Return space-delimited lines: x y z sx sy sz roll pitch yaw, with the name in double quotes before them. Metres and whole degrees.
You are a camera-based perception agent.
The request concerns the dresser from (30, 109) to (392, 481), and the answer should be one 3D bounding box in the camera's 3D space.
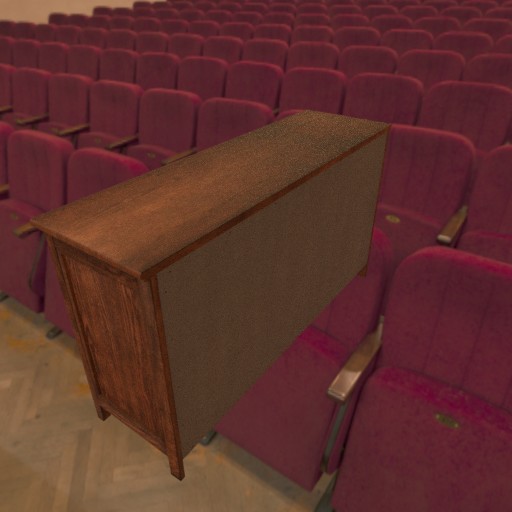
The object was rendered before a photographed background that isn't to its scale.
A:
"dresser" 0.000 0.000 1.891 0.463 0.856 1.551 21 37 30
